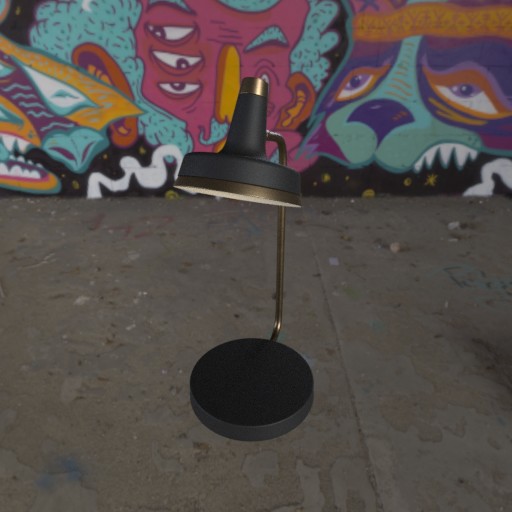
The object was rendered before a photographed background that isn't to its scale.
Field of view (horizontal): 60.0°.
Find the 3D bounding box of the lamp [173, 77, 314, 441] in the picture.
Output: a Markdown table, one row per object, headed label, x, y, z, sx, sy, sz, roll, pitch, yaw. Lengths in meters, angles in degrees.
| label | x | y | z | sx | sy | sz | roll | pitch | yaw |
| --- | --- | --- | --- | --- | --- | --- | --- | --- | --- |
| lamp | 0.000 | 0.000 | 0.506 | 0.162 | 0.385 | 0.218 | 9 | 30 | 17 |
